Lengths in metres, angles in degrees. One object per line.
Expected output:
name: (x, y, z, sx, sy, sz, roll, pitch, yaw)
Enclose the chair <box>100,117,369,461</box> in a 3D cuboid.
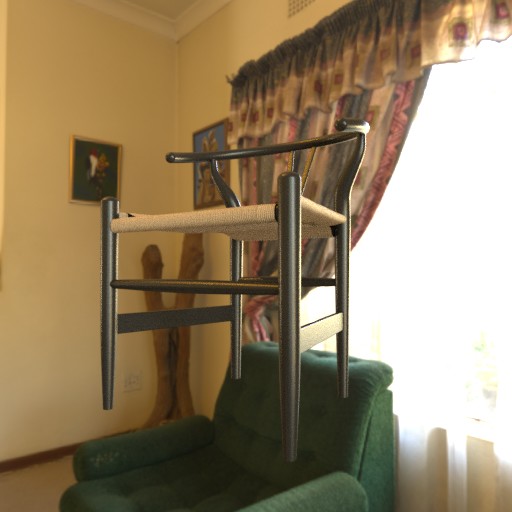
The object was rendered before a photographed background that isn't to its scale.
chair: (0.000, 0.000, 1.154, 0.570, 0.739, 0.570, -1, -2, 34)
